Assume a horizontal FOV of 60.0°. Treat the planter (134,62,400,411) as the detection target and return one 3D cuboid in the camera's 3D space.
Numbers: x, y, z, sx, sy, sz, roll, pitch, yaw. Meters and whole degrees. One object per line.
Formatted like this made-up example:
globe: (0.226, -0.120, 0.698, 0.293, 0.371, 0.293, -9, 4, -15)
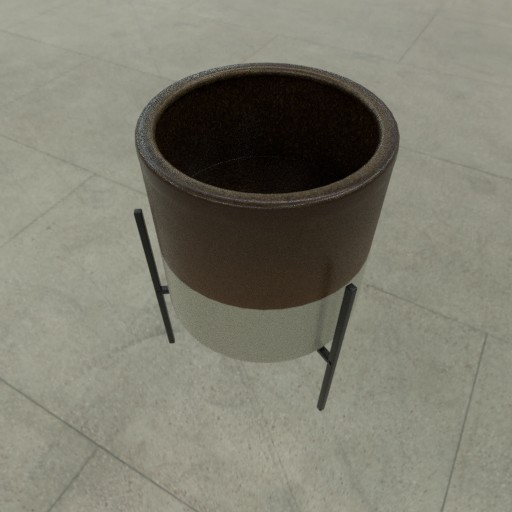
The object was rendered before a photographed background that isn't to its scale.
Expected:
planter: (0.000, 0.000, 0.552, 0.269, 0.375, 0.255, -4, 48, -4)
